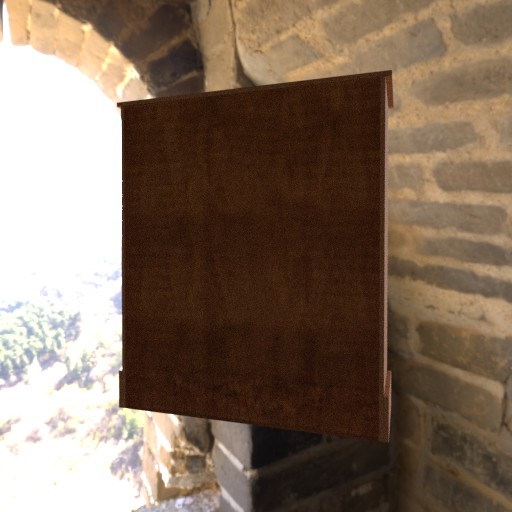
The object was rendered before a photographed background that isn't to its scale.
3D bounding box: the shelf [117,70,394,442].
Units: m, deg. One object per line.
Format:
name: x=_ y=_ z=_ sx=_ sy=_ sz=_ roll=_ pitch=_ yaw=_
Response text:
shelf: x=0.000 y=0.000 z=1.432 sx=0.840 sy=0.980 sz=0.291 roll=0 pitch=1 yaw=18
